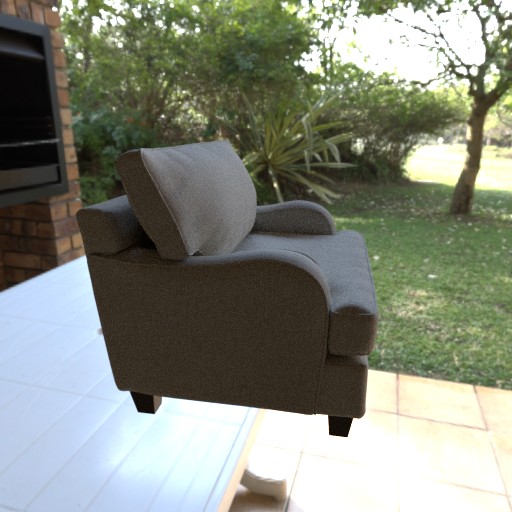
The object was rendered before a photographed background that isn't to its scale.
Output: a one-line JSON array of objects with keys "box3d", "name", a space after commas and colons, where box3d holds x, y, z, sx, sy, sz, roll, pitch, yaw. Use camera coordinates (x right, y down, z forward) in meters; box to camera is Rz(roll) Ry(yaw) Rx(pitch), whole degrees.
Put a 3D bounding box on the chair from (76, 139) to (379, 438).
[{"box3d": [0.000, 0.000, 2.054, 1.041, 1.016, 1.220, 3, 17, 10], "name": "chair"}]
